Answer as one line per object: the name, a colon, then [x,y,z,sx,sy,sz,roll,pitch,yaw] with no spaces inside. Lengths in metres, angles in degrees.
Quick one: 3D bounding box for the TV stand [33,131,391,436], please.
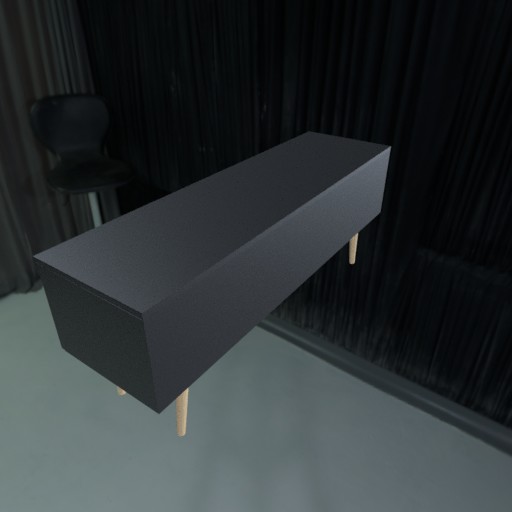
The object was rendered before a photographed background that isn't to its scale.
TV stand: [0.000,0.000,1.546,0.390,0.518,1.312,20,37,30]
